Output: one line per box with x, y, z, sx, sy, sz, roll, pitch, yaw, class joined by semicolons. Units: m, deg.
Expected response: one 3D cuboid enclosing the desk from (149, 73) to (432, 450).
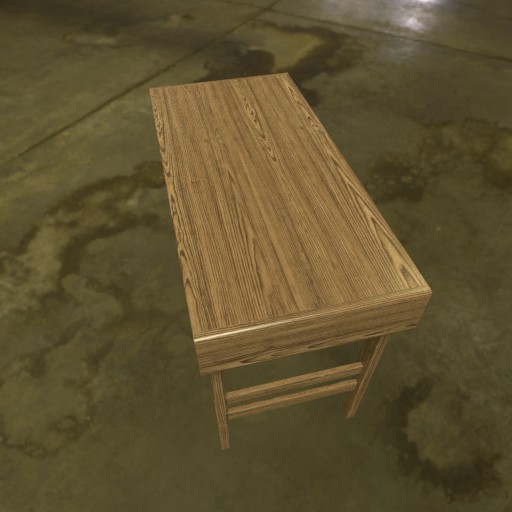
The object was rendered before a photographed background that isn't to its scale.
0.000;0.000;1.516;0.508;0.755;1.067;-10;48;-9;desk
